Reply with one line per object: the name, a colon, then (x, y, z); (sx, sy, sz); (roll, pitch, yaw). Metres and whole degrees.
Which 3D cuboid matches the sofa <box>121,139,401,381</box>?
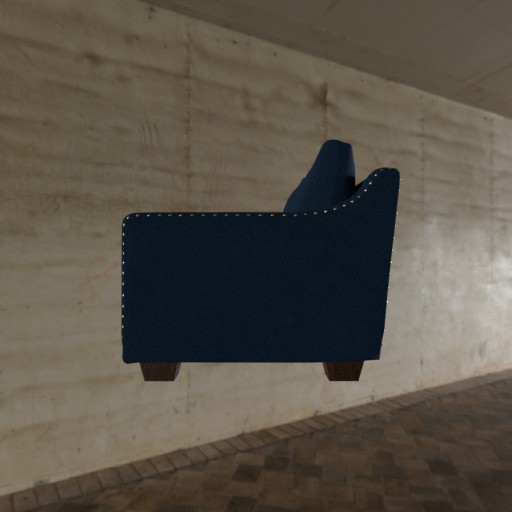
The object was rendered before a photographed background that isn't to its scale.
sofa: (0.000, 0.000, 2.731); (1.104, 0.983, 2.107); (0, 0, 0)
